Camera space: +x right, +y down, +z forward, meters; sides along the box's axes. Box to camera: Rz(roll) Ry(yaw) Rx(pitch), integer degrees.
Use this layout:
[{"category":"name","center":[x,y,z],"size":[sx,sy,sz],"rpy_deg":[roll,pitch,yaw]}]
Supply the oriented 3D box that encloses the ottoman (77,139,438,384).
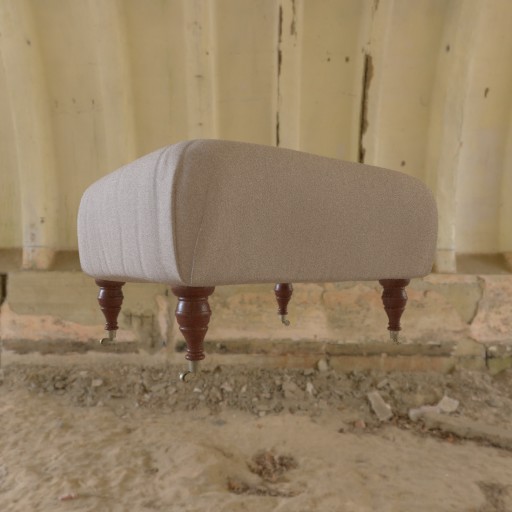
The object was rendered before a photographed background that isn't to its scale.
[{"category":"ottoman","center":[0.000,0.000,1.115],"size":[0.746,0.450,0.622],"rpy_deg":[1,-1,-37]}]
